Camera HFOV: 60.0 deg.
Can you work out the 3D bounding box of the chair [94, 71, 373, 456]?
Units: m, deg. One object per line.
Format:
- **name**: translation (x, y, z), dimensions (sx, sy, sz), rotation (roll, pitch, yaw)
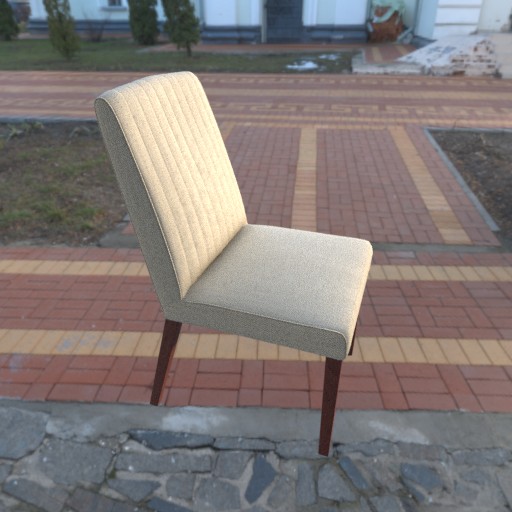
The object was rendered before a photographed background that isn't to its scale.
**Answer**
- **chair**: translation (0.000, 0.000, 1.220), dimensions (0.594, 0.900, 0.480), rotation (10, 31, 17)
